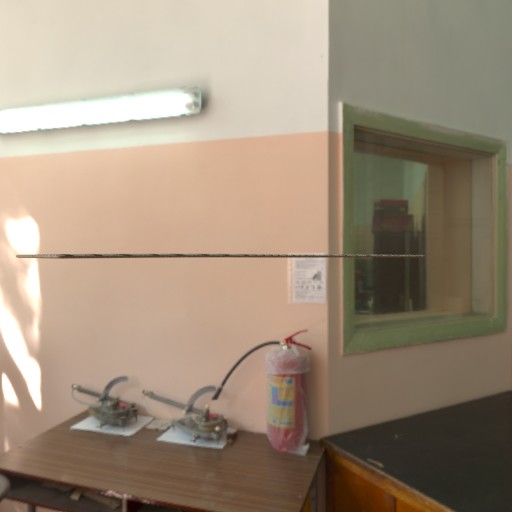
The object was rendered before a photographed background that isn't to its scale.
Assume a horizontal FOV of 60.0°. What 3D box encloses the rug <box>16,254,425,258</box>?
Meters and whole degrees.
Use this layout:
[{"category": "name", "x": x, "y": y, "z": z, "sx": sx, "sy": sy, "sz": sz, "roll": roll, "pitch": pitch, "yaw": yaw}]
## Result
[{"category": "rug", "x": 0.000, "y": 0.000, "z": 2.656, "sx": 2.439, "sy": 0.020, "sz": 0.773, "roll": 0, "pitch": 0, "yaw": -39}]
